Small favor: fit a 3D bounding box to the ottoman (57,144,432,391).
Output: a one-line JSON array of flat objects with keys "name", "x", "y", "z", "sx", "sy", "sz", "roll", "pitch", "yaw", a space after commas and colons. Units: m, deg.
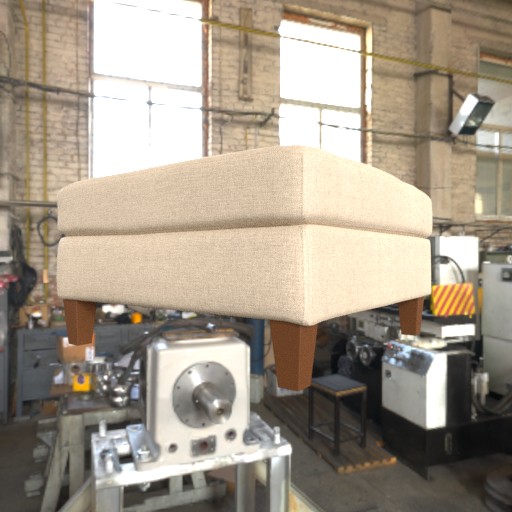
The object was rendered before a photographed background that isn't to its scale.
[{"name": "ottoman", "x": 0.000, "y": 0.000, "z": 1.351, "sx": 0.838, "sy": 0.503, "sz": 0.838, "roll": 0, "pitch": 0, "yaw": 36}]
